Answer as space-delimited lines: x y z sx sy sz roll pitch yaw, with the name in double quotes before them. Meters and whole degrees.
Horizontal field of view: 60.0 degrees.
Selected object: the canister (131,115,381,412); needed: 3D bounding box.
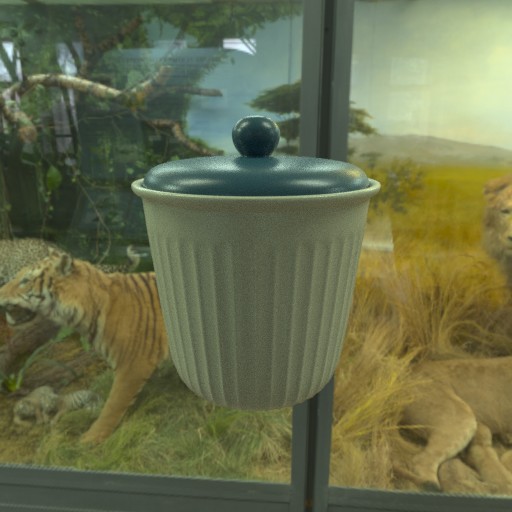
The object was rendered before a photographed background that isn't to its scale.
"canister" 0.000 0.000 0.349 0.181 0.211 0.181 0 16 0
